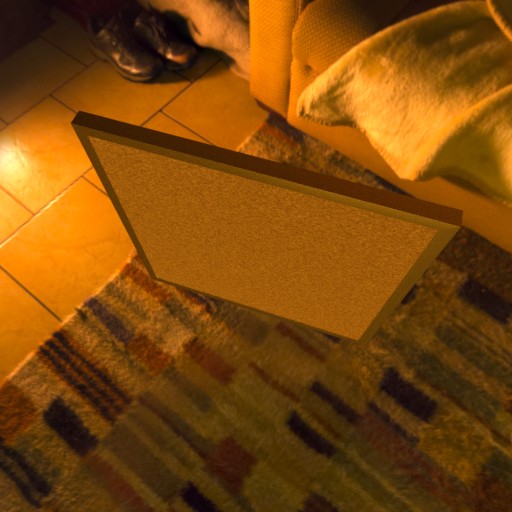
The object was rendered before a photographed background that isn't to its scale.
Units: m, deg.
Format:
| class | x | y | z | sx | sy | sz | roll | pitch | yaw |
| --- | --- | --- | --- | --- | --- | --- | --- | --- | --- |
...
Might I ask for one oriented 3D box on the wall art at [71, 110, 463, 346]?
| class | x | y | z | sx | sy | sz | roll | pitch | yaw |
| --- | --- | --- | --- | --- | --- | --- | --- | --- | --- |
| wall art | 0.000 | 0.000 | 1.178 | 0.767 | 0.765 | 0.036 | 16 | 64 | 8 |
